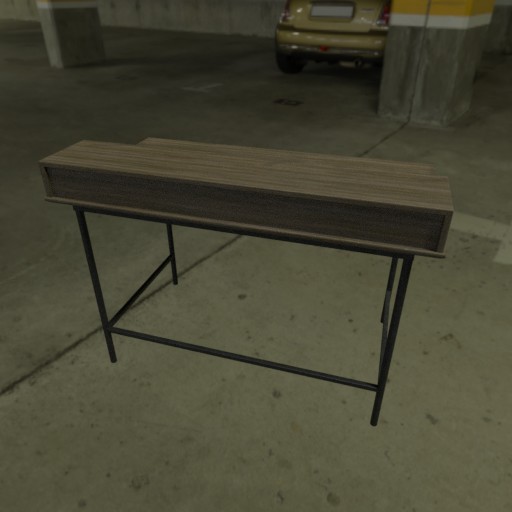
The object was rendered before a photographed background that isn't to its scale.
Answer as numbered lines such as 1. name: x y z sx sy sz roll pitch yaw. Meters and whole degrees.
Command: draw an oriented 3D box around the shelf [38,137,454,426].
1. shelf: 0.000 0.000 1.712 1.212 0.865 0.685 9 33 14
